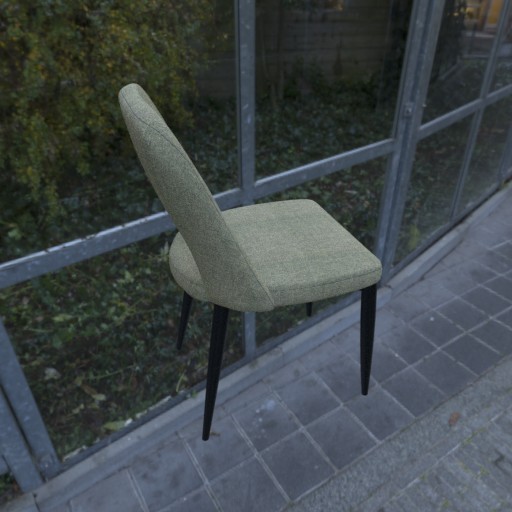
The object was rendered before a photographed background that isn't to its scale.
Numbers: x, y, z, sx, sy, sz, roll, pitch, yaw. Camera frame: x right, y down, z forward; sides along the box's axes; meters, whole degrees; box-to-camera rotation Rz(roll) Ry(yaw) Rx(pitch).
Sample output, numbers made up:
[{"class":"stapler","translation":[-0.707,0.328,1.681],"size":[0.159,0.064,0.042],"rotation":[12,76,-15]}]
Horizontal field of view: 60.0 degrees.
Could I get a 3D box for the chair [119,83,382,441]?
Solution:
[{"class":"chair","translation":[0.000,0.000,1.261],"size":[0.612,0.931,0.470],"rotation":[-10,33,-16]}]
